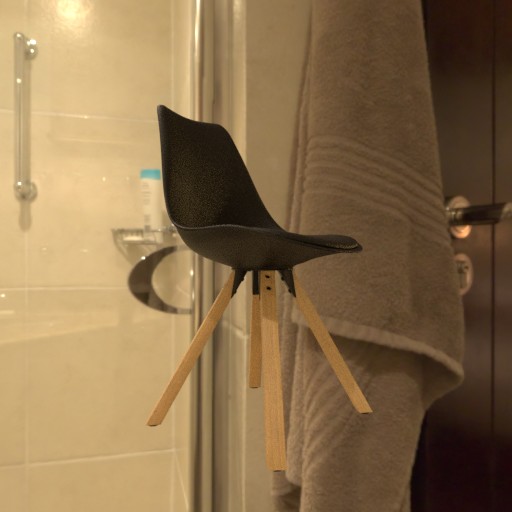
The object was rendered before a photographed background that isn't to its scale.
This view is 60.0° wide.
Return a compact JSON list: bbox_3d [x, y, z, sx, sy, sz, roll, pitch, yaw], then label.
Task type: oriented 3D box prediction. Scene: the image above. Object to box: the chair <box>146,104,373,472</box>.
[{"bbox_3d":[0.000,0.000,1.183,0.549,0.850,0.485,0,0,38],"label":"chair"}]
